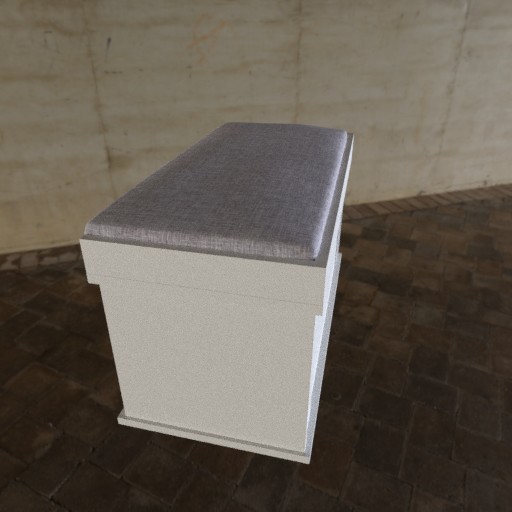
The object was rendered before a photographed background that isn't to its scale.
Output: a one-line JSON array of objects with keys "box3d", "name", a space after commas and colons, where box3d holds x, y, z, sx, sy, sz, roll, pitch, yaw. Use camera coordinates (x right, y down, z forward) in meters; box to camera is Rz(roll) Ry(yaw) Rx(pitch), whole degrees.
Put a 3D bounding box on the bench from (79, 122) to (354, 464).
[{"box3d": [0.000, 0.000, 1.005, 0.362, 0.461, 0.734, 7, 30, 12], "name": "bench"}]
